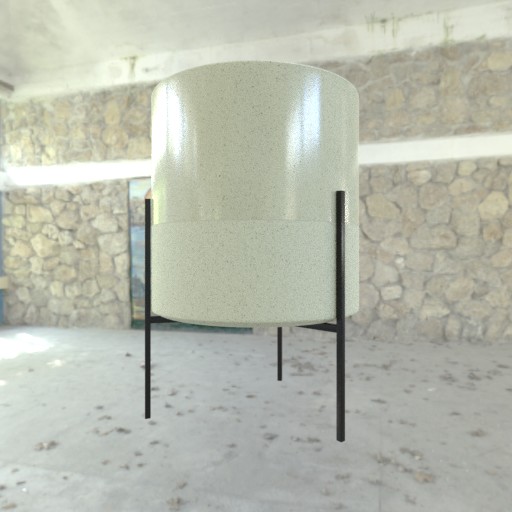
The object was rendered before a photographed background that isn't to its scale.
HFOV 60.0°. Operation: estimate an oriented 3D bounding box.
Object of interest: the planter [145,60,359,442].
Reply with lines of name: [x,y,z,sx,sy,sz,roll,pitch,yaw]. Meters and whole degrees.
planter: [0.000,0.000,0.693,0.314,0.475,0.323,0,0,17]
